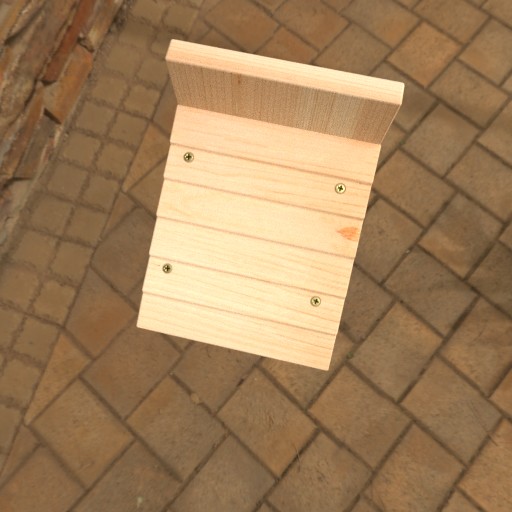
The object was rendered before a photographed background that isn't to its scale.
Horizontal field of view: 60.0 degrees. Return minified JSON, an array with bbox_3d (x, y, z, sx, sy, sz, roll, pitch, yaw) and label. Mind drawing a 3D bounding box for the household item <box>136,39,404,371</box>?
[{"bbox_3d":[0.000,0.000,0.394,0.149,0.300,0.171,12,75,3],"label":"household item"}]
